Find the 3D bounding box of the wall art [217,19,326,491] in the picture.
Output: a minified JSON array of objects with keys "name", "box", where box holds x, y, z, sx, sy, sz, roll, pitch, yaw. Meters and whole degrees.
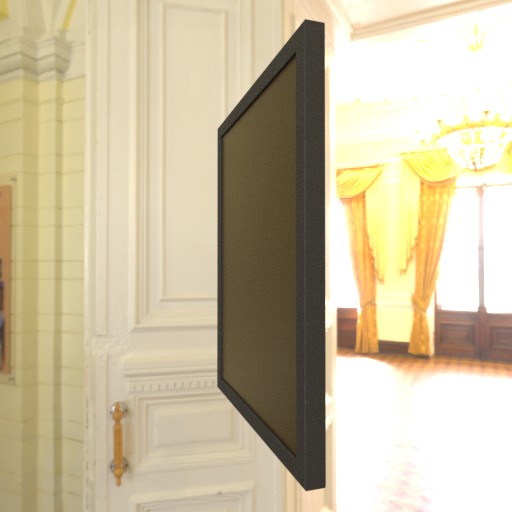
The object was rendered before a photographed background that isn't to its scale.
[{"name":"wall art","box":[0.000,0.000,0.744,0.028,0.558,0.457,0,-1,-18]}]
